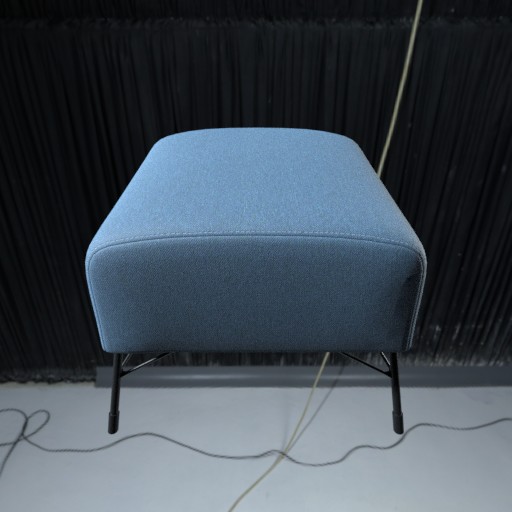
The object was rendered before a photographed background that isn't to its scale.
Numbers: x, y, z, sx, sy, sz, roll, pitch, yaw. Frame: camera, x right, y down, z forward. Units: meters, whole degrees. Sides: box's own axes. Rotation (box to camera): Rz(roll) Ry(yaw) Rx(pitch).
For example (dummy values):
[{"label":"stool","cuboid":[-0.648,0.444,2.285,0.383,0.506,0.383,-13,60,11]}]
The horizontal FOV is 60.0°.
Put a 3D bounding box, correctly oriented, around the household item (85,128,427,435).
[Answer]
[{"label":"household item","cuboid":[0.000,0.000,0.904,0.530,0.420,0.530,0,31,0]}]
